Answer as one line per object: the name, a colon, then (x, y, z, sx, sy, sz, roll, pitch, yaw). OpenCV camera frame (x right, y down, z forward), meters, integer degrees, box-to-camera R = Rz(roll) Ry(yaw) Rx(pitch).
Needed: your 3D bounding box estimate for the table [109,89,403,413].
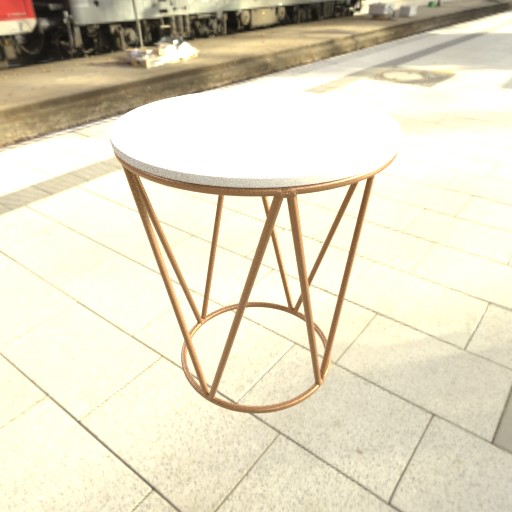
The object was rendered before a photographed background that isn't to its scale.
table: (0.000, 0.000, 0.936, 0.500, 0.564, 0.500, 0, 33, 0)
